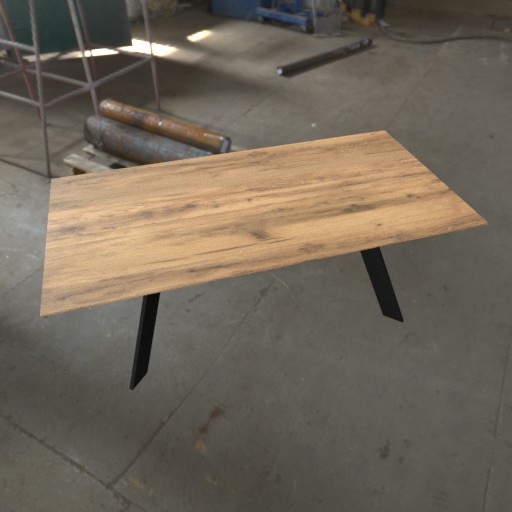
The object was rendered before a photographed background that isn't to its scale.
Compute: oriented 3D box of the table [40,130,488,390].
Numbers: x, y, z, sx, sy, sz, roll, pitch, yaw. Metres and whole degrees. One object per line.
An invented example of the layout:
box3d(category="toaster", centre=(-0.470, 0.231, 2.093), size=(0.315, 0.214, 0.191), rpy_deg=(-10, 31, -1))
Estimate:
box3d(category="table", centre=(0.000, 0.000, 2.499), size=(2.000, 0.770, 1.000), rpy_deg=(-11, 43, -12))
